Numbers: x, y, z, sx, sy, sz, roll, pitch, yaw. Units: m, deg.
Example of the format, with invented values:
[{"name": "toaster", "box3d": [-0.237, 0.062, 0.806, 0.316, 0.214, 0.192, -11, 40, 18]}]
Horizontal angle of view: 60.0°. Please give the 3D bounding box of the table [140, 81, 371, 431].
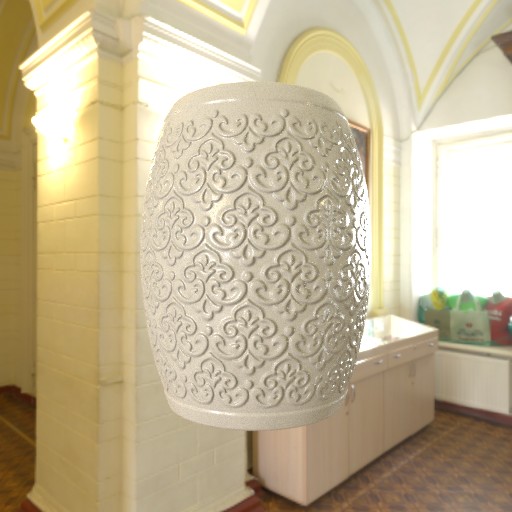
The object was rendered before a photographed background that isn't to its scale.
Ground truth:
[{"name": "table", "box3d": [0.000, 0.000, 0.612, 0.309, 0.397, 0.309, 0, 0, 0]}]
